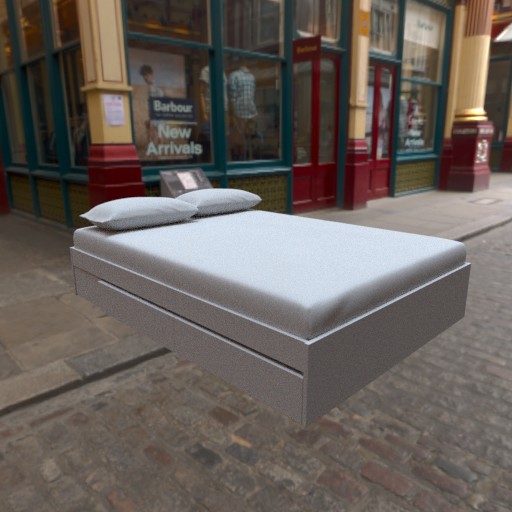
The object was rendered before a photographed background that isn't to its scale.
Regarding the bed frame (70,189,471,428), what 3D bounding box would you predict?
[{"bbox_3d":[0.000,0.000,2.647,1.450,0.629,1.950,-14,20,-43],"label":"bed frame"}]
